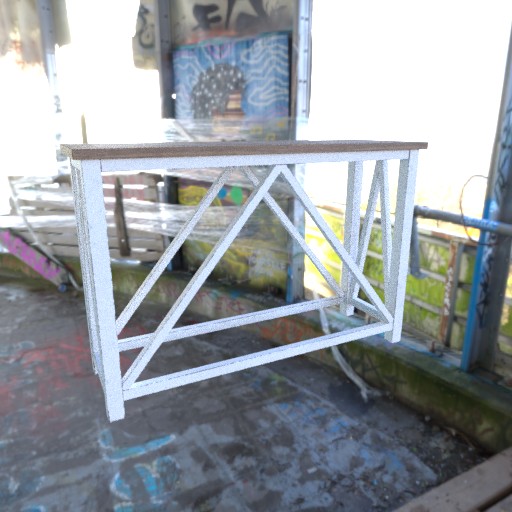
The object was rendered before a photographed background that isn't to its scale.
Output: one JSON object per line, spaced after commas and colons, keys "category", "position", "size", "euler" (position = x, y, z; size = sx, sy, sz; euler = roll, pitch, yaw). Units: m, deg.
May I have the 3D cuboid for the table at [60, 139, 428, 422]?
{"category": "table", "position": [0.000, 0.000, 1.880], "size": [1.400, 0.930, 0.450], "euler": [-8, 18, -26]}
